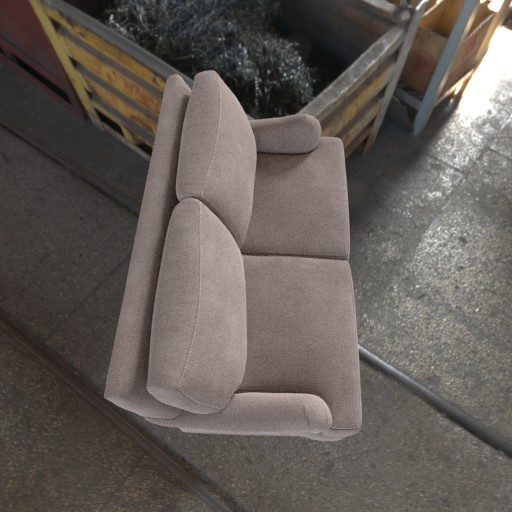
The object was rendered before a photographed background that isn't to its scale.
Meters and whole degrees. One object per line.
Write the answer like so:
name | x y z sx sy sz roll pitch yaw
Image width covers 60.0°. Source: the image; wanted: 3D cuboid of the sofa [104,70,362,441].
sofa | 0.000 0.000 2.463 1.084 1.101 1.853 2 62 1
